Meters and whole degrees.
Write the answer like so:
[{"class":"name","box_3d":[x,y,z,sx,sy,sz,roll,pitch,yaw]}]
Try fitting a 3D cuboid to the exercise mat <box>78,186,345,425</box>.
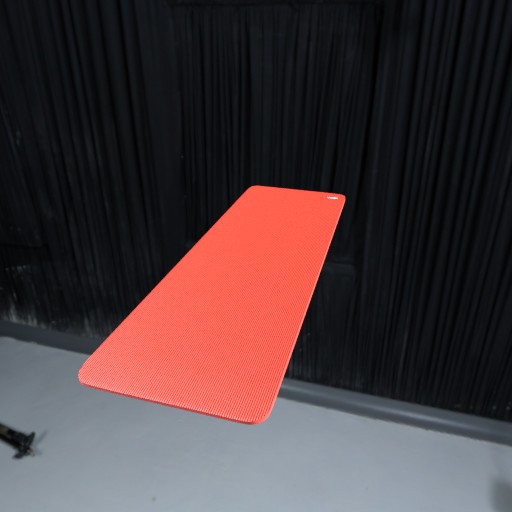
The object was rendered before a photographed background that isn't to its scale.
[{"class":"exercise mat","box_3d":[0.000,0.000,2.061,0.616,0.021,1.869,8,29,15]}]
